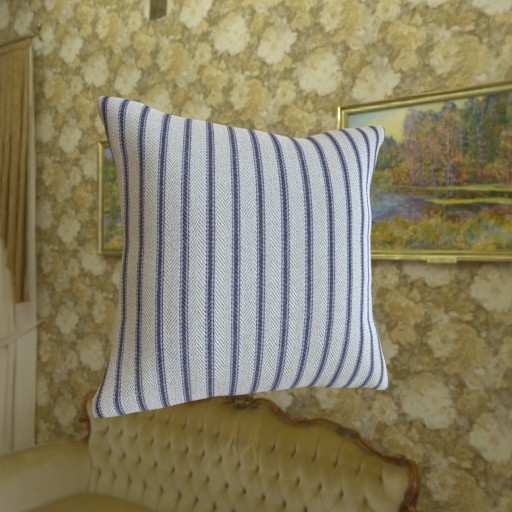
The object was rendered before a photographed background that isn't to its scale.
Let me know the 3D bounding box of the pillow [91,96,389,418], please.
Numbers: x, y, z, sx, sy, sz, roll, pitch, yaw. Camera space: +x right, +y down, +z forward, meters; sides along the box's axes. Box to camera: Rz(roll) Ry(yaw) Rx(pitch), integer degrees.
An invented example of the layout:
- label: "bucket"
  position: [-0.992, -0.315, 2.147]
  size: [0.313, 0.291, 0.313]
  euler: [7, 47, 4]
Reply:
- label: "pillow"
  position: [0.000, 0.000, 0.675]
  size: [0.468, 0.444, 0.138]
  euler: [0, -1, -19]
